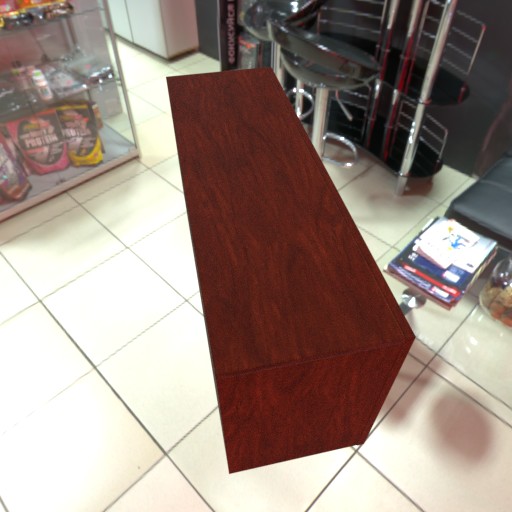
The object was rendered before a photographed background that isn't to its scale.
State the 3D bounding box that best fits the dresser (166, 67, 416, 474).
[{"bbox_3d":[0.000,0.000,1.830,0.500,0.889,1.472,-9,48,-8],"label":"dresser"}]
